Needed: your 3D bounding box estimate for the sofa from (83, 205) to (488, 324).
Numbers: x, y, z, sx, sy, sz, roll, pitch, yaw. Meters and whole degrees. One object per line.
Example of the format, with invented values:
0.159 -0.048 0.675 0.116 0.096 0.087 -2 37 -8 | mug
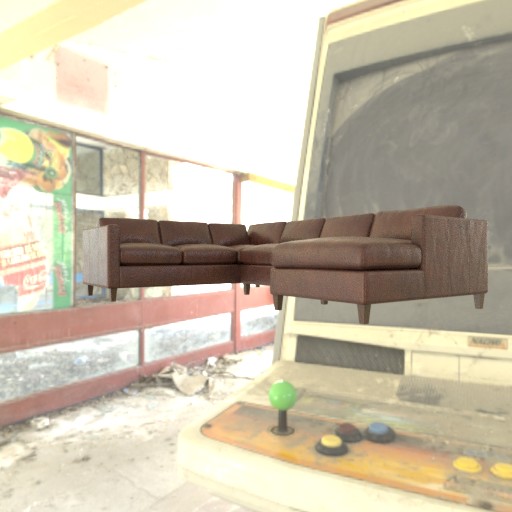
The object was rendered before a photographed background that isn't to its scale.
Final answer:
0.000 0.000 4.367 2.452 0.891 3.324 0 0 -36 | sofa
